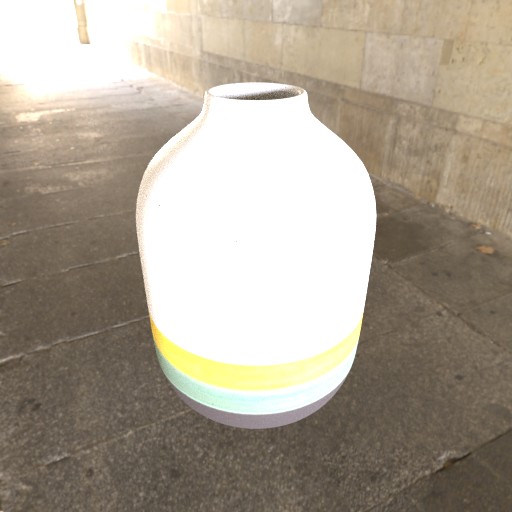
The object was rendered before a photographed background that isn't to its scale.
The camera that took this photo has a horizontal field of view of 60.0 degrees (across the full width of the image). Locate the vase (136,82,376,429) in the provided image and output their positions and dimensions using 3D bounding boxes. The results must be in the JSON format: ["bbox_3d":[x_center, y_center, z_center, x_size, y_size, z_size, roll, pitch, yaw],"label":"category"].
[{"bbox_3d":[0.000,0.000,0.338,0.169,0.240,0.169,0,30,0],"label":"vase"}]
